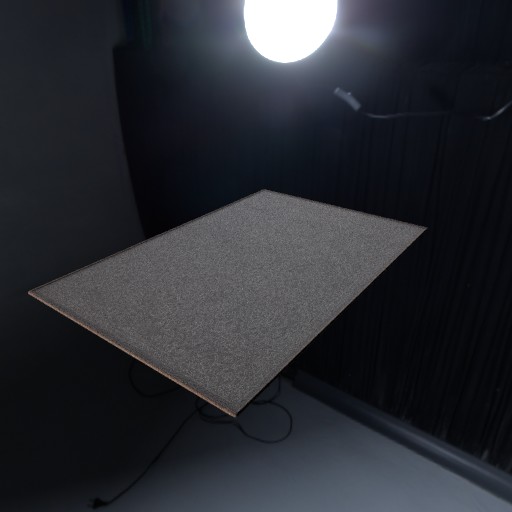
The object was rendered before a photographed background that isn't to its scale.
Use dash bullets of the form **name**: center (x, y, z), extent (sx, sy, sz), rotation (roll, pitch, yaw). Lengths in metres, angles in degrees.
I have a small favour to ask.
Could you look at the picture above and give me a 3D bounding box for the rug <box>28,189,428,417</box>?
- **rug**: center (0.000, 0.000, 2.917), extent (1.524, 0.011, 2.286), rotation (19, 32, 32)
